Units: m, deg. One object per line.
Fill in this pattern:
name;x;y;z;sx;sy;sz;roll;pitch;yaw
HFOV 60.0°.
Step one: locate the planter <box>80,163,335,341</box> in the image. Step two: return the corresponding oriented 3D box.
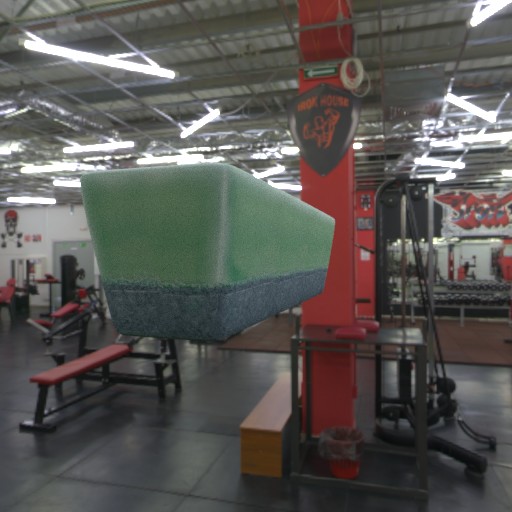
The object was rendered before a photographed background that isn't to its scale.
planter;0.000;0.000;0.305;0.072;0.072;0.275;0;0;18
